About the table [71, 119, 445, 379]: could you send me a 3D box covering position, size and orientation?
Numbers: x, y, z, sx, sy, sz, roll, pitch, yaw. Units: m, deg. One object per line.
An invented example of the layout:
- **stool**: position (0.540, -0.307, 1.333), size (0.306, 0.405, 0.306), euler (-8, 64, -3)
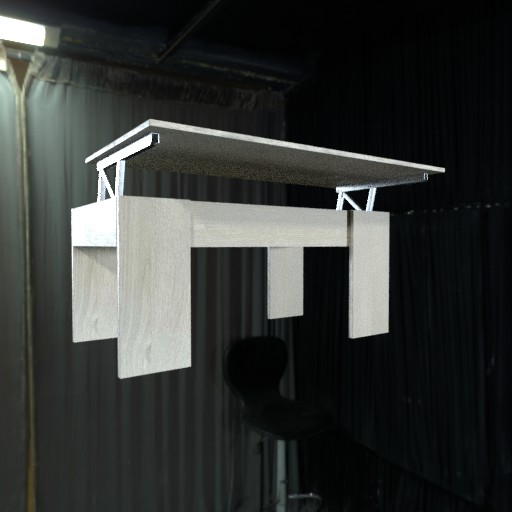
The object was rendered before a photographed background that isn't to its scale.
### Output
- **table**: position (0.000, 0.000, 1.453), size (1.000, 0.570, 0.711), euler (-1, 2, -35)
